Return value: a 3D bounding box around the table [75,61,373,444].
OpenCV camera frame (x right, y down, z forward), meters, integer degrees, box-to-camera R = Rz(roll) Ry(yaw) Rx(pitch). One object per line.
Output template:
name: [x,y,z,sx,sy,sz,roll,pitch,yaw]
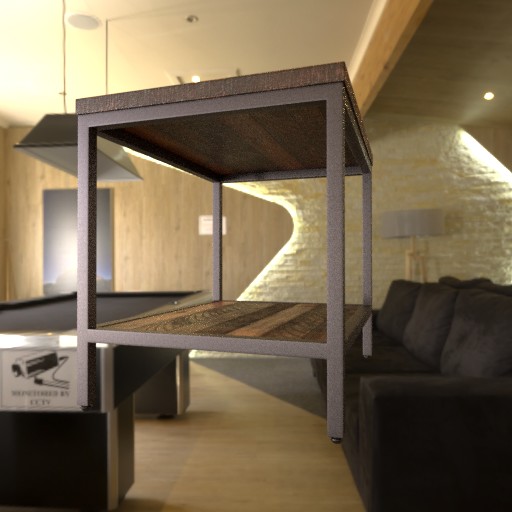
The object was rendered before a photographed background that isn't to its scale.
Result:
table: [0.000,0.000,1.106,0.524,0.612,0.678,0,-1,18]
